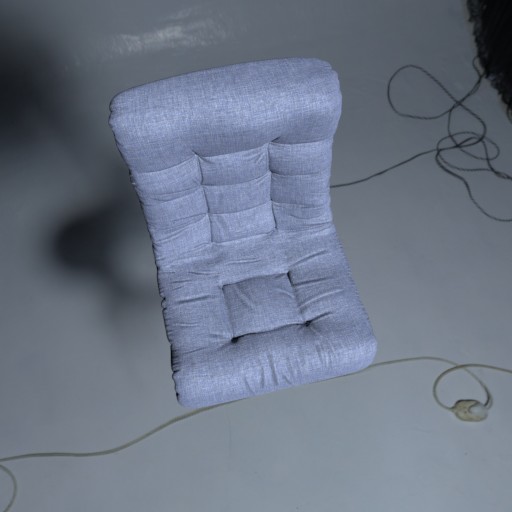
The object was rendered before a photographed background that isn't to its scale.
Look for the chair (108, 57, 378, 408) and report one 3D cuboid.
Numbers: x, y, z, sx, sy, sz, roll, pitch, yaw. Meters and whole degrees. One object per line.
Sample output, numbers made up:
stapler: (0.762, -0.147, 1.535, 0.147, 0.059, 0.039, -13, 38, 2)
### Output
chair: (0.000, 0.000, 1.225, 0.597, 0.749, 0.668, -12, 65, -6)
